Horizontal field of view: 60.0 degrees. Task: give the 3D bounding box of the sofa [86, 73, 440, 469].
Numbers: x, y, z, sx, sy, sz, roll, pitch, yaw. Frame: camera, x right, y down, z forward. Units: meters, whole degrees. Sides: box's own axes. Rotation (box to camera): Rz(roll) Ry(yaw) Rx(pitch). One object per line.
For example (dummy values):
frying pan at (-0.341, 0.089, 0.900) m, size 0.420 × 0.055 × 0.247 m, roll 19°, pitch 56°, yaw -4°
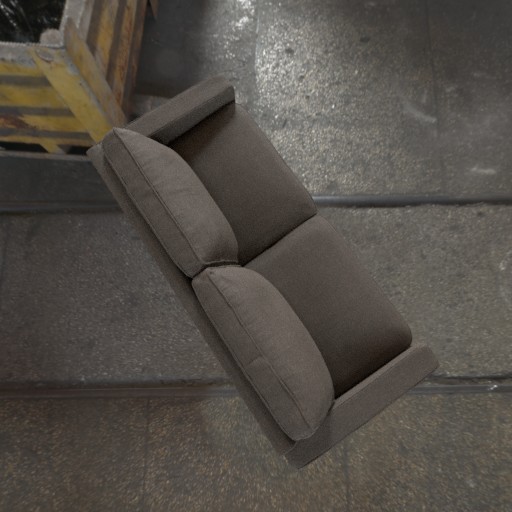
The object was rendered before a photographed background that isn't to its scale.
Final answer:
sofa at (0.000, 0.000, 2.518) m, size 0.940 × 0.919 × 2.080 m, roll -33°, pitch 79°, yaw -8°
